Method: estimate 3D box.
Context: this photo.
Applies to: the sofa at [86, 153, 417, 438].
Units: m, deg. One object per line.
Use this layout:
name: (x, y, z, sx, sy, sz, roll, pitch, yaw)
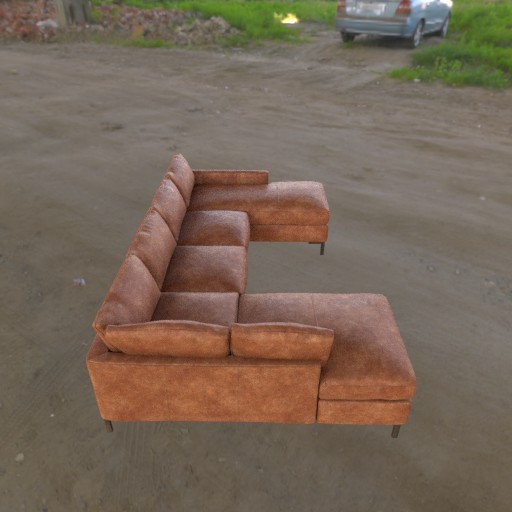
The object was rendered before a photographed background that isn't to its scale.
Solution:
sofa: (0.000, 0.000, 3.839, 1.939, 0.900, 2.956, 0, 33, 1)
